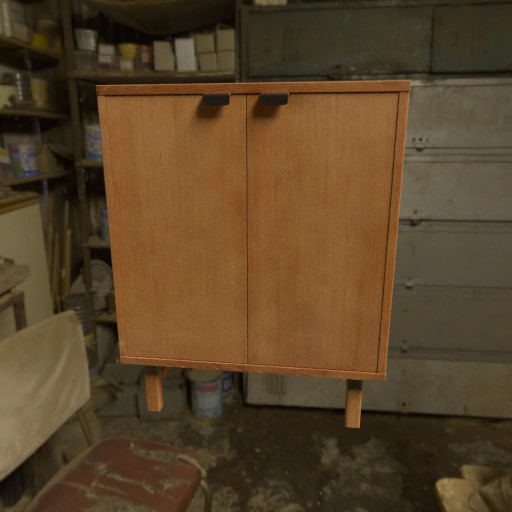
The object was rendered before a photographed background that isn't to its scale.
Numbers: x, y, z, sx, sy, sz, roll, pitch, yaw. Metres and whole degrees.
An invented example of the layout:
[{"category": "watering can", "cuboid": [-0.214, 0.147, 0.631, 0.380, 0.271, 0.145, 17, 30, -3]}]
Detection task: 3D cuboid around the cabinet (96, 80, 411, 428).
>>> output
[{"category": "cabinet", "cuboid": [0.000, 0.000, 1.425, 0.800, 1.001, 0.419, 2, 15, 7]}]
